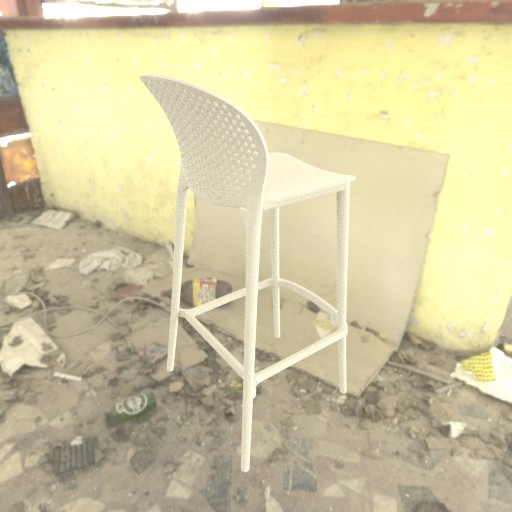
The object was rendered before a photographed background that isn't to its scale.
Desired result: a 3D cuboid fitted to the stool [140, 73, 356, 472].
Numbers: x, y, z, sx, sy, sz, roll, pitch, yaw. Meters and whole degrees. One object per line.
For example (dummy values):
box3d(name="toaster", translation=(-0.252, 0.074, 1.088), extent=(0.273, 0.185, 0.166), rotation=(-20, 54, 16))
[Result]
box3d(name="stool", translation=(0.000, 0.000, 1.345), extent=(0.535, 1.045, 0.536), rotation=(-17, 31, -30))
